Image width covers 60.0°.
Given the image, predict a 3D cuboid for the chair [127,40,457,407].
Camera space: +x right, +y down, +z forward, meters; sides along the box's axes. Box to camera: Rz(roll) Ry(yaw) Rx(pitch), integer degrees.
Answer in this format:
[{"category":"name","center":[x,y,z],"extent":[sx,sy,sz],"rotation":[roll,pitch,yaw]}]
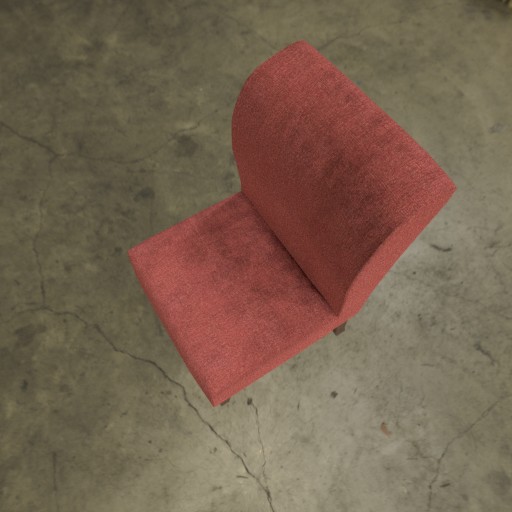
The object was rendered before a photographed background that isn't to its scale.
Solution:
[{"category":"chair","center":[0.000,0.000,1.269],"extent":[0.640,0.846,0.538],"rotation":[-29,67,-14]}]
